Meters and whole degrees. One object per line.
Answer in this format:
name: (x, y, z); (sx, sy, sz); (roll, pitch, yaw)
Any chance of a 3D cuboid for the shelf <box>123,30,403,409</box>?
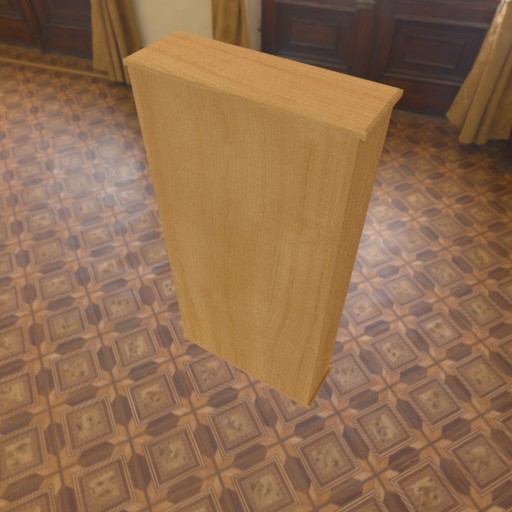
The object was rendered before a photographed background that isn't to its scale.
shelf: (0.000, 0.000, 1.219); (0.520, 1.030, 0.175); (25, 52, 21)
